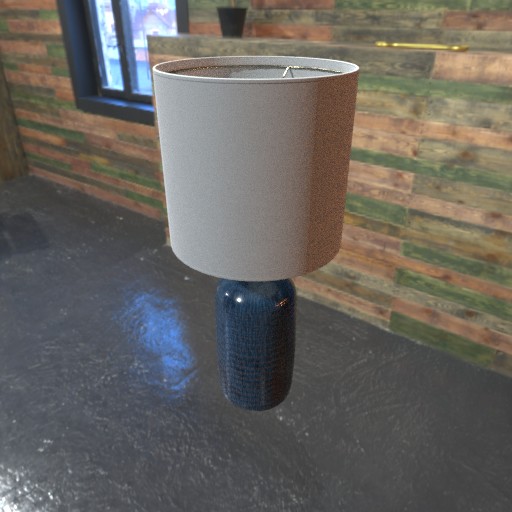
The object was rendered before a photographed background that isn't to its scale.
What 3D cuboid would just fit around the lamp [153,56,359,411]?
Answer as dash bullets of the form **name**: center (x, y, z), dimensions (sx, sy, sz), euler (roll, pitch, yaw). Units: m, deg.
- **lamp**: center (0.000, 0.000, 0.598), dimensions (0.220, 0.475, 0.220), euler (20, 35, 32)
